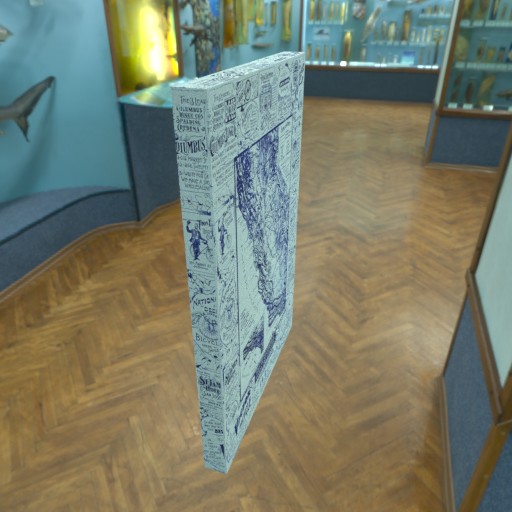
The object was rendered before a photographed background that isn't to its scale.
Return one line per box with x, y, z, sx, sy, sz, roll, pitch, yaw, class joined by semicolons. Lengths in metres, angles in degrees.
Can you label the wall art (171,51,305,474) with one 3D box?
0.000;0.000;0.472;0.025;0.376;0.255;10;31;17;wall art
